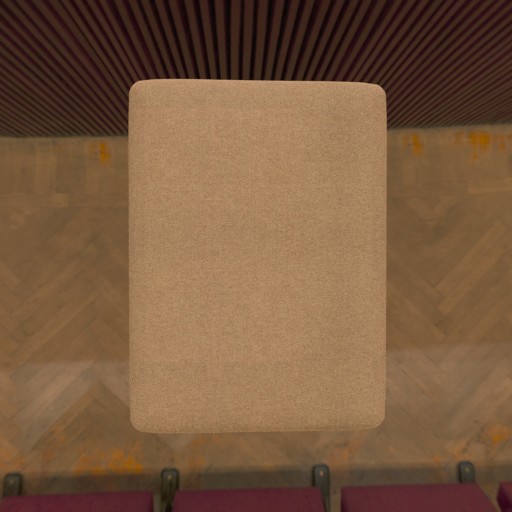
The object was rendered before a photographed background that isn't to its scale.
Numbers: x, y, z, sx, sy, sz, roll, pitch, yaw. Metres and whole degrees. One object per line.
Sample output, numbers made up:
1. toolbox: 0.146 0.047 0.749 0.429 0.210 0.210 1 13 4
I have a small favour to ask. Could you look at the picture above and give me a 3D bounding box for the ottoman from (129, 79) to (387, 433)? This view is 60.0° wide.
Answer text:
1. ottoman: 0.000 0.000 1.210 0.610 0.478 0.823 0 91 -2
